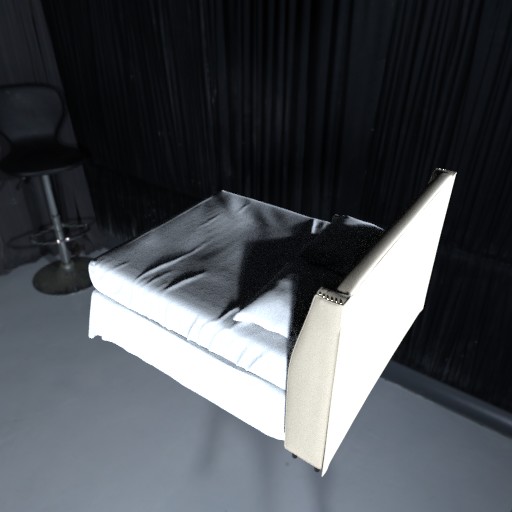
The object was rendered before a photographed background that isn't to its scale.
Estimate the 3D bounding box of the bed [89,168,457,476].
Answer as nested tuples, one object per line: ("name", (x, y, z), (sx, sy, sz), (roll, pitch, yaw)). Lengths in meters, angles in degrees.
("bed", (0.000, 0.000, 3.457), (2.276, 1.332, 1.925), (21, 38, 29))
